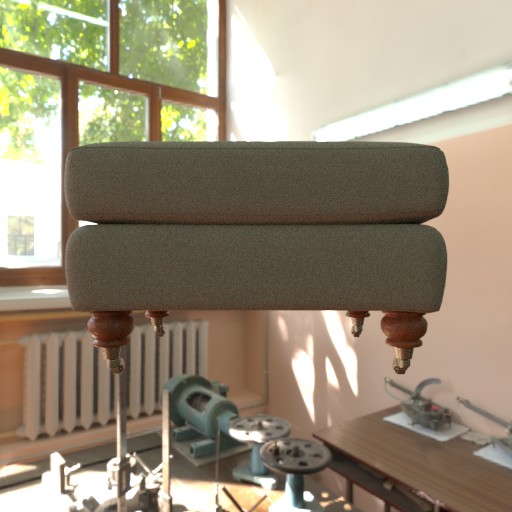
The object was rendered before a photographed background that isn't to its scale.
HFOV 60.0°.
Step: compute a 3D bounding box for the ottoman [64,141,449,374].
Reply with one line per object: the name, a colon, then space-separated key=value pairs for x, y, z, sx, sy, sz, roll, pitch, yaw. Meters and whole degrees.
ottoman: x=0.000 y=0.000 z=1.127 sx=0.773 sy=0.504 sz=0.569 roll=0 pitch=0 yaw=0
